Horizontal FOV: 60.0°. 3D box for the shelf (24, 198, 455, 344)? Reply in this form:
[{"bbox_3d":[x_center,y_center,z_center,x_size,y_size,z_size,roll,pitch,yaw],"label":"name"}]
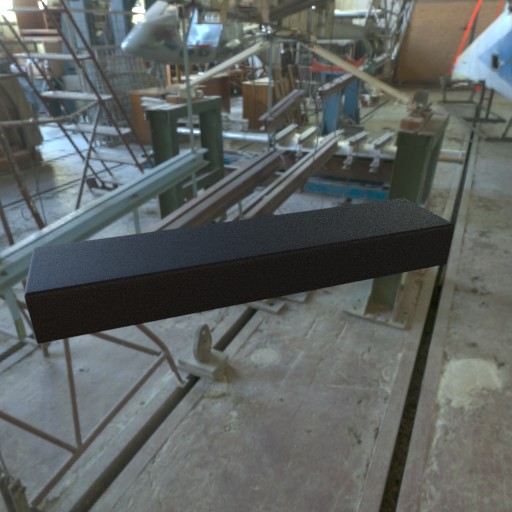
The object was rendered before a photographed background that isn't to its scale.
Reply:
[{"bbox_3d":[0.000,0.000,0.499,0.456,0.053,0.102,-9,28,-17],"label":"shelf"}]
